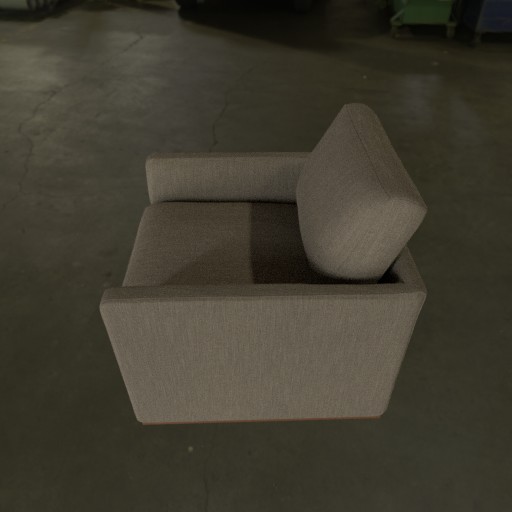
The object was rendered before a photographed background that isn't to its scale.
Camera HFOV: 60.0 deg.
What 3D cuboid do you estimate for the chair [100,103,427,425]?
[{"bbox_3d":[0.000,0.000,1.471,0.834,0.811,0.763,-1,41,-1],"label":"chair"}]
